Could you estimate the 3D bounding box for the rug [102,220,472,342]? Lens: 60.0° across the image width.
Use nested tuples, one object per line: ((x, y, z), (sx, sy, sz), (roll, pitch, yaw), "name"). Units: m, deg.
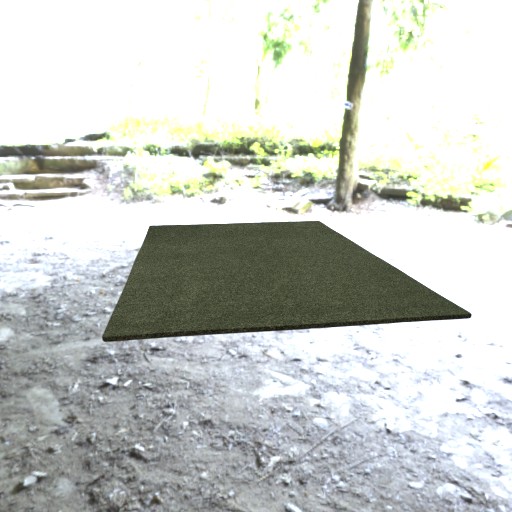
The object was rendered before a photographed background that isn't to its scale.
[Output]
((0.000, 0.000, 3.391), (1.802, 0.026, 2.699), (-2, 15, -8), "rug")
